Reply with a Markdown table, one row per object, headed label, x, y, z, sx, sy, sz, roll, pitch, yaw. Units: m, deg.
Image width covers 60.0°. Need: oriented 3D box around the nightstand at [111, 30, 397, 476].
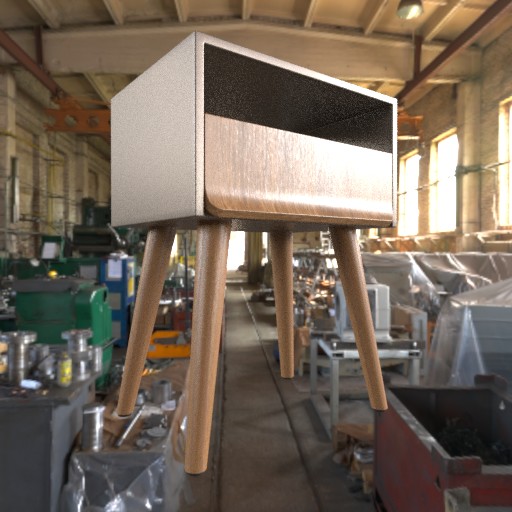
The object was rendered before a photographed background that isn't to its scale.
| label | x | y | z | sx | sy | sz | roll | pitch | yaw |
| --- | --- | --- | --- | --- | --- | --- | --- | --- | --- |
| nightstand | 0.000 | 0.000 | 0.713 | 0.370 | 0.508 | 0.288 | 0 | 1 | -37 |
